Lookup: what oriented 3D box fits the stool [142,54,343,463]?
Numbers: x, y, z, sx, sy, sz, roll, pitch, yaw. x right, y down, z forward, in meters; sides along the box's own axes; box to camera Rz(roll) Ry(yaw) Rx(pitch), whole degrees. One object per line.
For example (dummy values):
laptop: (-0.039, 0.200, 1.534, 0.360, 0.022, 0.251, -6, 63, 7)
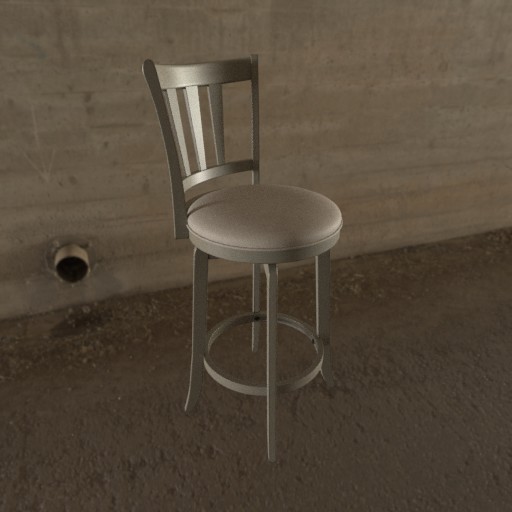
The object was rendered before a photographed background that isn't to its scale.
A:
stool: (0.000, 0.000, 1.276, 0.475, 1.042, 0.436, 17, 31, 31)
